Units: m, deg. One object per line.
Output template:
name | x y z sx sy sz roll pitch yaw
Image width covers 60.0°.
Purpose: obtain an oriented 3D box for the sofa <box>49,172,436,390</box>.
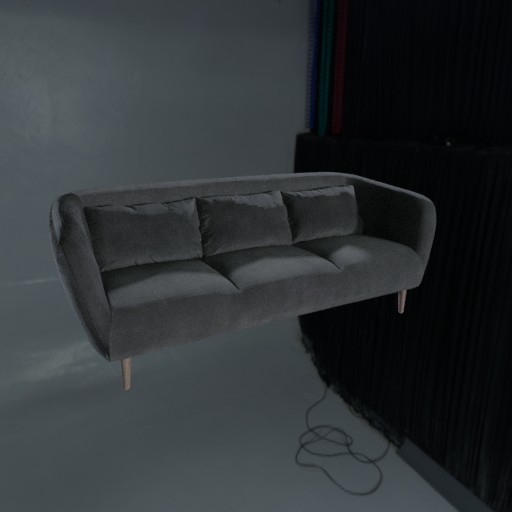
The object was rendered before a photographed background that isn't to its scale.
sofa | 0.000 0.000 2.744 2.296 0.875 0.956 -9 19 -28
